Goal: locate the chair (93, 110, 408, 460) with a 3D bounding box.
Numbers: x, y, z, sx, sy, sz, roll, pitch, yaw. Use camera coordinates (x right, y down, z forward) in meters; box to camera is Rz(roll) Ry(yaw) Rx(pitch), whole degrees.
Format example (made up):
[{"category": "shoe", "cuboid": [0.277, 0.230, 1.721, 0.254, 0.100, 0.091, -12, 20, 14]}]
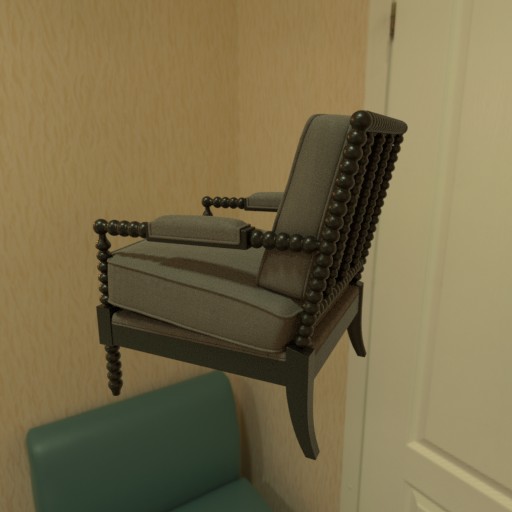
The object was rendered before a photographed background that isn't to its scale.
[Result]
[{"category": "chair", "cuboid": [0.000, 0.000, 1.109, 0.622, 0.661, 0.540, 7, 16, 24]}]
